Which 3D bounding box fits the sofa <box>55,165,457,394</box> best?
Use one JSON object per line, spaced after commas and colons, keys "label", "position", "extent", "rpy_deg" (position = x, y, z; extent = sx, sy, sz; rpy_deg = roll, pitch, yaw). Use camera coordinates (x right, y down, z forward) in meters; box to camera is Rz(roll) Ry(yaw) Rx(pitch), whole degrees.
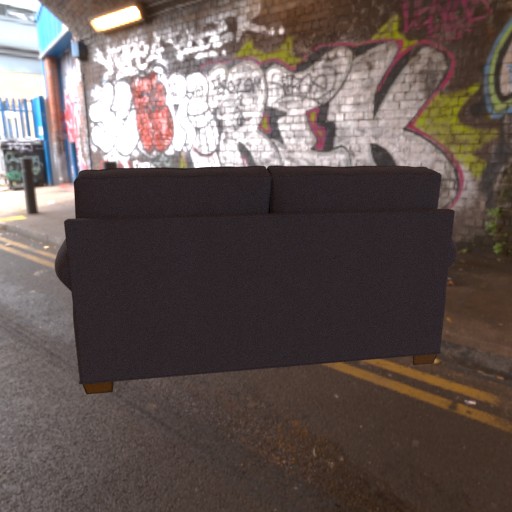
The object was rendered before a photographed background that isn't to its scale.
{"label": "sofa", "position": [0.000, 0.000, 2.506], "extent": [2.009, 1.031, 0.951], "rpy_deg": [-2, 14, -10]}
